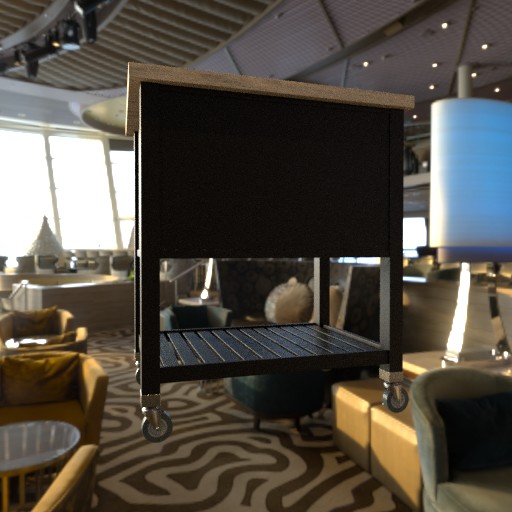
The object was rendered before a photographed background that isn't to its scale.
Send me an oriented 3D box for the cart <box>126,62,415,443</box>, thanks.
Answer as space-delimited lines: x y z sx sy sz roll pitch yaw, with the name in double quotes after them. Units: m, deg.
0.000 0.000 1.431 0.797 0.920 0.567 0 1 -17 "cart"
